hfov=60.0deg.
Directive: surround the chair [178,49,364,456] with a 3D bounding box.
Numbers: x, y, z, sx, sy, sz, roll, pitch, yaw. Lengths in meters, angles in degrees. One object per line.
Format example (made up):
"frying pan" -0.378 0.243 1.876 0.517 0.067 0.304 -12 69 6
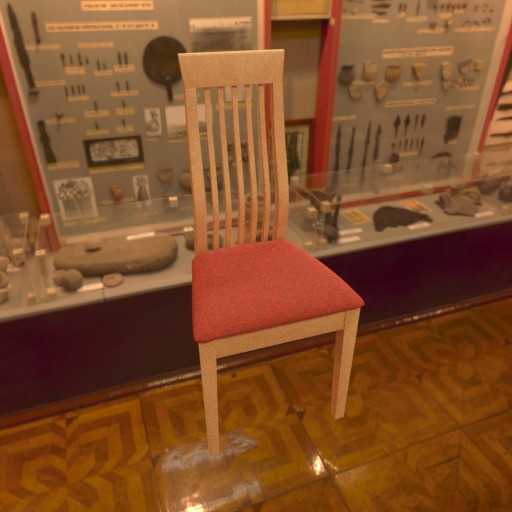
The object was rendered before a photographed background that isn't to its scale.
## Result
"chair" 0.000 0.000 1.271 0.460 1.027 0.474 -10 33 -16
